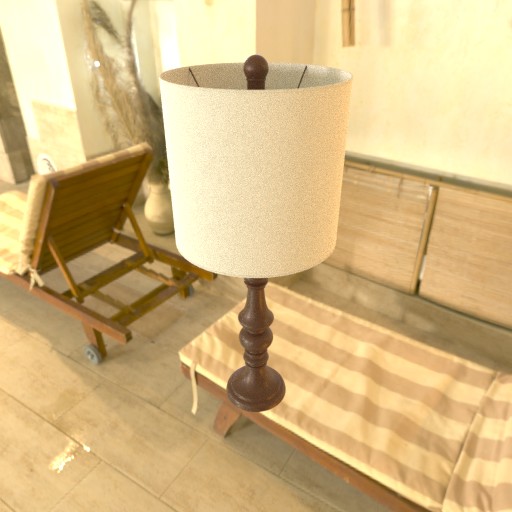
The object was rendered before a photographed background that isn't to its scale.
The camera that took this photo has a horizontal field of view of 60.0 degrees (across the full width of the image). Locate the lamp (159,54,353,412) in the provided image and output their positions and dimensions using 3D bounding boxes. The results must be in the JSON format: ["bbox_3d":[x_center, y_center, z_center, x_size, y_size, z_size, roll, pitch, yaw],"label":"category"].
[{"bbox_3d":[0.000,0.000,0.719,0.250,0.597,0.250,21,36,32],"label":"lamp"}]
